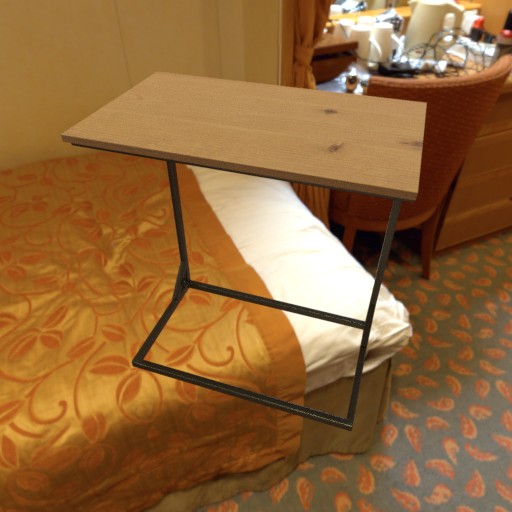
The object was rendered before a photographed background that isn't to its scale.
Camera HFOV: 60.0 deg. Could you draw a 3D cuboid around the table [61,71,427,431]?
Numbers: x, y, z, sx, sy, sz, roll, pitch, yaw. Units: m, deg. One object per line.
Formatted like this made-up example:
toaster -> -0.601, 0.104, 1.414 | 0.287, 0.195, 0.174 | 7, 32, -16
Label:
table -> 0.000, 0.000, 1.040 | 0.597, 0.673, 0.351 | 12, 42, 14
